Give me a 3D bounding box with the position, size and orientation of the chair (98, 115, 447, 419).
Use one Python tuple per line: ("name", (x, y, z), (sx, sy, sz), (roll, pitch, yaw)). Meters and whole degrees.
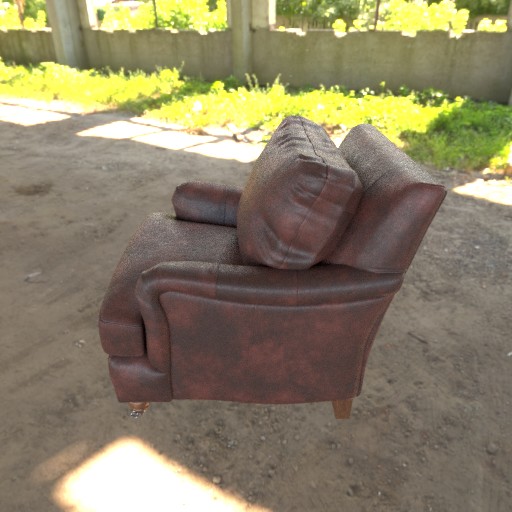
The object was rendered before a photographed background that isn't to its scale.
("chair", (0.000, 0.000, 1.923), (1.156, 1.051, 0.987), (-1, 28, -1))
